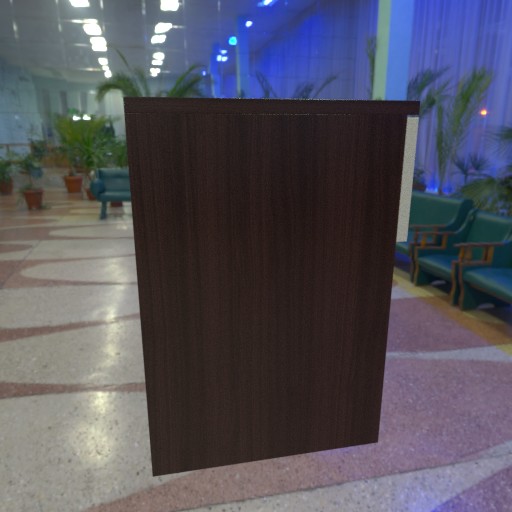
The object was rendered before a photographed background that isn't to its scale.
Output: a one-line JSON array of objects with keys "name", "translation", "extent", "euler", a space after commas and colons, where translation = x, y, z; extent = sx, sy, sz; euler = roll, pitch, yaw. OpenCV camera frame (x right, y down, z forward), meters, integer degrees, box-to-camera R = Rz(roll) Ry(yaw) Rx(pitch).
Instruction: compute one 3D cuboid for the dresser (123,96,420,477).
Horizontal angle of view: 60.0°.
[{"name": "dresser", "translation": [0.000, 0.000, 0.738], "extent": [0.360, 0.470, 0.400], "euler": [-3, 16, -11]}]
